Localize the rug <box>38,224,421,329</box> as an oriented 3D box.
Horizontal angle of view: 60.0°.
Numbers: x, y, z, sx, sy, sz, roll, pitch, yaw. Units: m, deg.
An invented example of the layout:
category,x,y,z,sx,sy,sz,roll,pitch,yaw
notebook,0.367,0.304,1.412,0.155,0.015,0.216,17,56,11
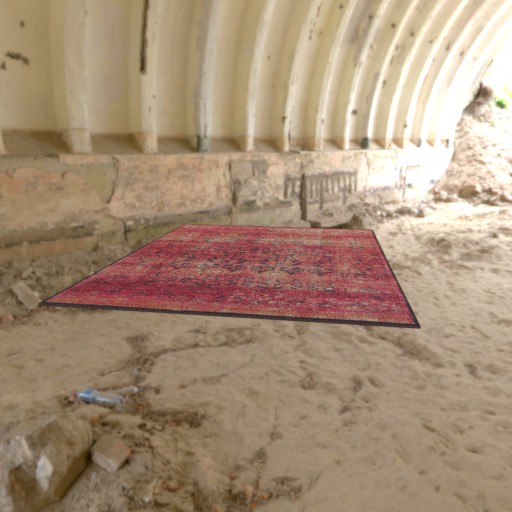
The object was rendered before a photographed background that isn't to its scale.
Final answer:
category,x,y,z,sx,sy,sz,roll,pitch,yaw
rug,0.000,0.000,4.171,2.411,0.020,3.032,2,14,9
